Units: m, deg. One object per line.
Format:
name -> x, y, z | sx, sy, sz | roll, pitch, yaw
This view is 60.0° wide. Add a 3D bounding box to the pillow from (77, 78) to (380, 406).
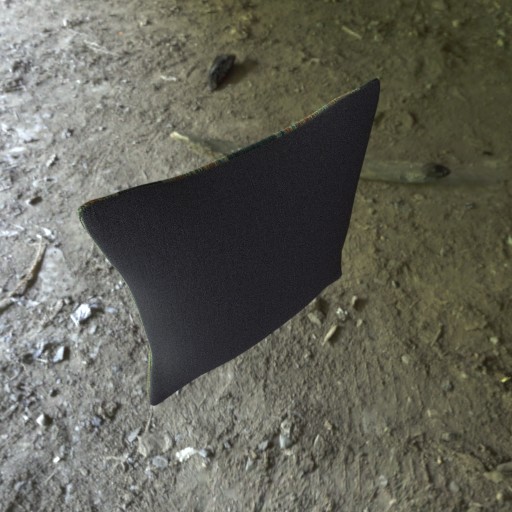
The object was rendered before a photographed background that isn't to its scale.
pillow -> 0.000, 0.000, 0.655 | 0.437, 0.419, 0.136 | -31, 54, -25
